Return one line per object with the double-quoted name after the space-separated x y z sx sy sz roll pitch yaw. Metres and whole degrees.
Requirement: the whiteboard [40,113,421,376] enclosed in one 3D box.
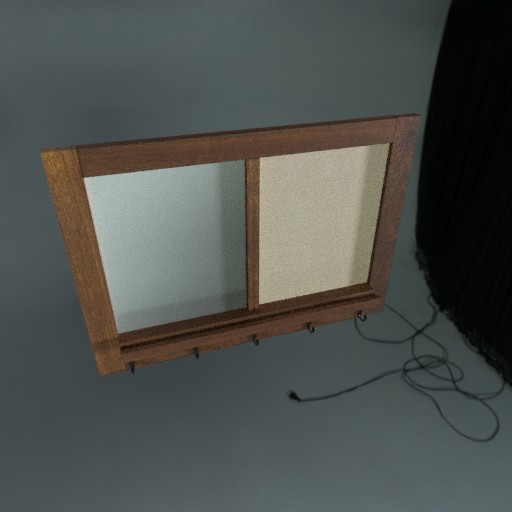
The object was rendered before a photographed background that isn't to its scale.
0.000 0.000 1.012 0.783 0.559 0.083 -10 34 -15 "whiteboard"
